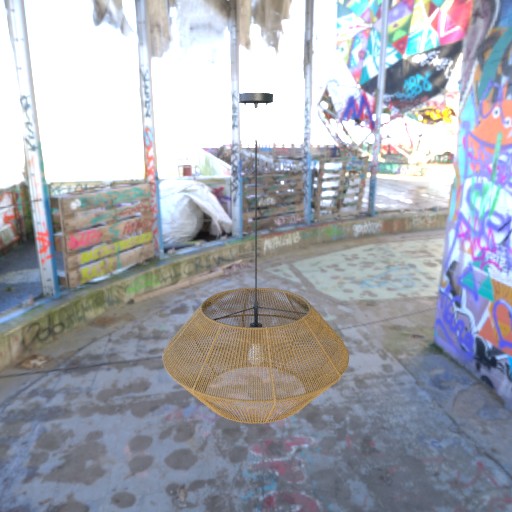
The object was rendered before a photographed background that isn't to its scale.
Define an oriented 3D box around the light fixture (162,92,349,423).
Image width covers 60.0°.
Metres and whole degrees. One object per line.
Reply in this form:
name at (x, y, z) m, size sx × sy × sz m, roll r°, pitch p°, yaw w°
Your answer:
light fixture at (0.000, 0.000, 1.463) m, size 0.643 × 1.009 × 0.643 m, roll 0°, pitch 15°, yaw 0°
